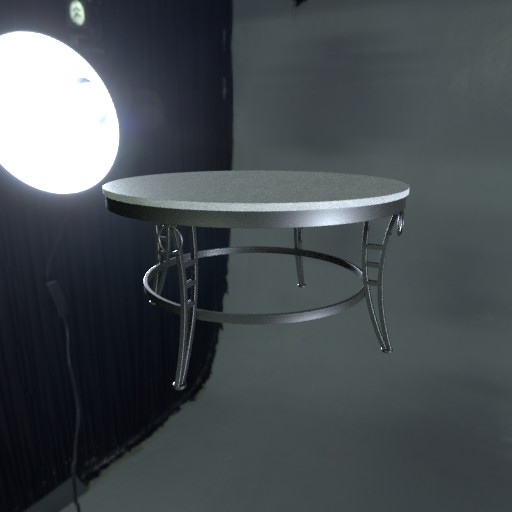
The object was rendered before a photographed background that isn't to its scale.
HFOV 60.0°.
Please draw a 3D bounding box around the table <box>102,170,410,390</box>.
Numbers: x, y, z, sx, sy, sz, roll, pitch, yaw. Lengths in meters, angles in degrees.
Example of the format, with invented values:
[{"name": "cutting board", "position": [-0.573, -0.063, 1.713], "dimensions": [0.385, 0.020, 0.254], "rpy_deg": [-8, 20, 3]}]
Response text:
[{"name": "table", "position": [0.000, 0.000, 1.414], "dimensions": [0.889, 0.470, 0.889], "rpy_deg": [0, 15, 0]}]
